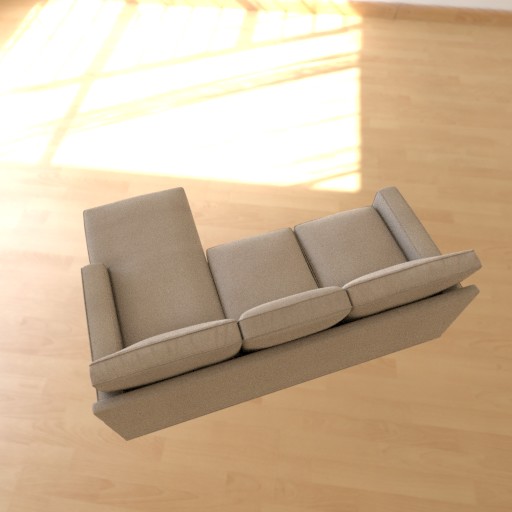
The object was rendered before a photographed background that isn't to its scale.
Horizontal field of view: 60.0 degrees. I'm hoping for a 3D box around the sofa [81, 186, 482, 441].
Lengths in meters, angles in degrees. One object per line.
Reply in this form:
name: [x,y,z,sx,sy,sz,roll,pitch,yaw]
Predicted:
sofa: [0.000,0.000,2.810,2.087,0.861,1.496,-15,58,-10]
